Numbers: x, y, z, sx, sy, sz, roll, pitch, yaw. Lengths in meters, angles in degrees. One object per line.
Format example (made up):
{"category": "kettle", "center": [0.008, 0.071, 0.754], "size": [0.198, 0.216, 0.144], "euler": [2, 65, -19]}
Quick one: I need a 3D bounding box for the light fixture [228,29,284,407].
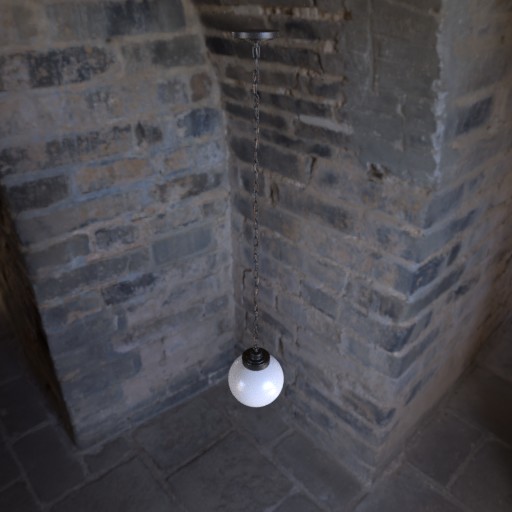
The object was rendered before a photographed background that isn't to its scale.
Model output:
{"category": "light fixture", "center": [0.000, 0.000, 2.056], "size": [0.305, 1.867, 0.304], "euler": [0, 30, 1]}
